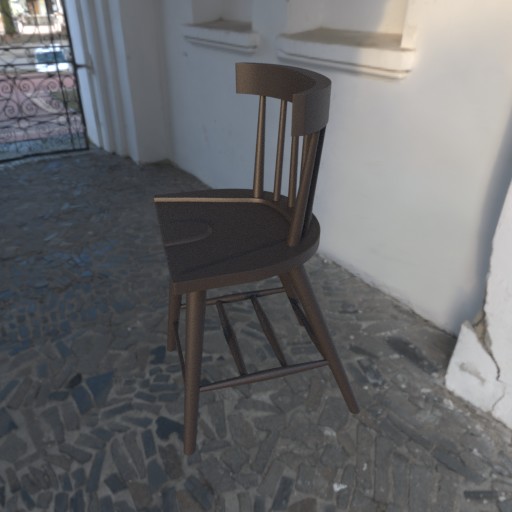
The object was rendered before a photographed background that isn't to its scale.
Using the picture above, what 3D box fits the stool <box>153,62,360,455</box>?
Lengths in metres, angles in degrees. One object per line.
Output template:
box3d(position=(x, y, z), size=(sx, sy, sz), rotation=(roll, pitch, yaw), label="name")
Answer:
box3d(position=(0.000, 0.000, 1.252), size=(0.549, 0.953, 0.494), rotation=(-8, 32, -14), label="stool")
